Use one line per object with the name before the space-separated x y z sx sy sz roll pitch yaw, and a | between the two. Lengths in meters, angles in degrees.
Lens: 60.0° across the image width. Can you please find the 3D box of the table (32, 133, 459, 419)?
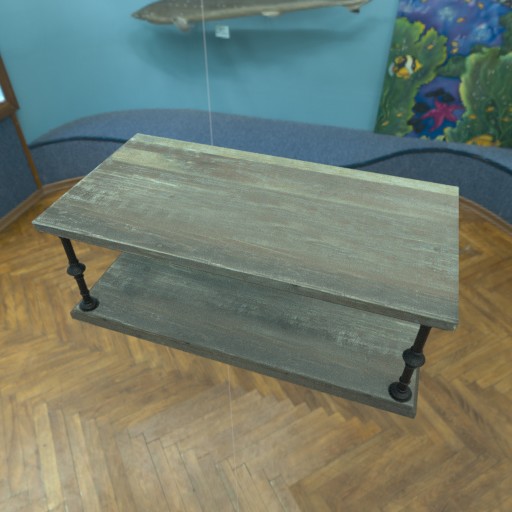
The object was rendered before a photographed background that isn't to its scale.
table | 0.000 0.000 1.390 1.088 0.399 0.554 13 43 14
